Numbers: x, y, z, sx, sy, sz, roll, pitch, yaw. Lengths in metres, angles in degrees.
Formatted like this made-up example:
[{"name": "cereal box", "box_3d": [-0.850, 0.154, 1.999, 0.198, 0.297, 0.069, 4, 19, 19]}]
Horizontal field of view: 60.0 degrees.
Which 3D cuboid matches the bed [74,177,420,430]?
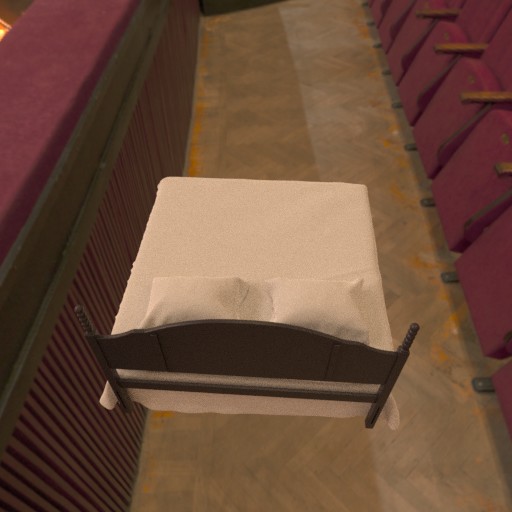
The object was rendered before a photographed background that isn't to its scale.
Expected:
[{"name": "bed", "box_3d": [0.000, 0.000, 3.651, 2.322, 1.355, 2.219, 3, 47, 2]}]
